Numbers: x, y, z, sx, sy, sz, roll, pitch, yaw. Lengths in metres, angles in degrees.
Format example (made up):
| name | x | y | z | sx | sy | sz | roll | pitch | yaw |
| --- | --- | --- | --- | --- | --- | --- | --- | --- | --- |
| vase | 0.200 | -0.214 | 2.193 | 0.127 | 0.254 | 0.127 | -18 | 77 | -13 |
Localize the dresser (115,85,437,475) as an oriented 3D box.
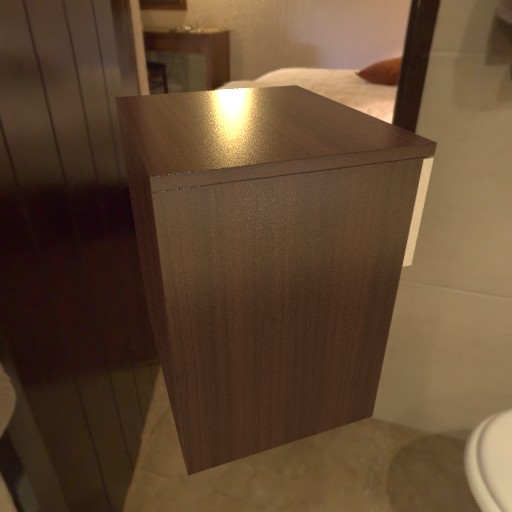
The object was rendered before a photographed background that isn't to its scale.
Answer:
| name | x | y | z | sx | sy | sz | roll | pitch | yaw |
| --- | --- | --- | --- | --- | --- | --- | --- | --- | --- |
| dresser | 0.000 | 0.000 | 0.755 | 0.360 | 0.470 | 0.400 | -10 | 32 | -17 |
